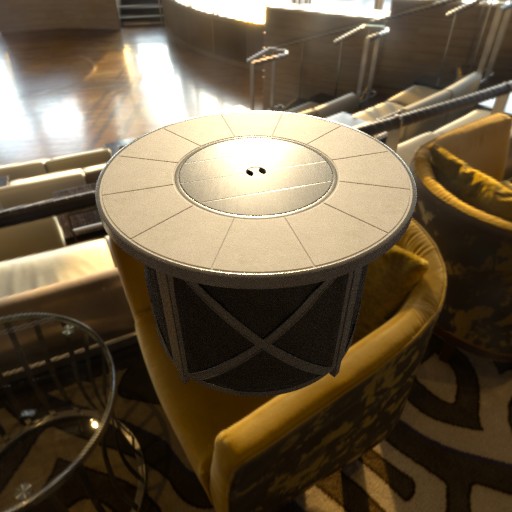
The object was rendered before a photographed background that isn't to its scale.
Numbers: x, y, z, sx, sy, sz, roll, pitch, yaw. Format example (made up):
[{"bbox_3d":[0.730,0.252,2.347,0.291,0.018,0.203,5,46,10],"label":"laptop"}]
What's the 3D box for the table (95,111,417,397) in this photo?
[{"bbox_3d":[0.000,0.000,1.517,0.914,0.650,0.914,0,40,0],"label":"table"}]
